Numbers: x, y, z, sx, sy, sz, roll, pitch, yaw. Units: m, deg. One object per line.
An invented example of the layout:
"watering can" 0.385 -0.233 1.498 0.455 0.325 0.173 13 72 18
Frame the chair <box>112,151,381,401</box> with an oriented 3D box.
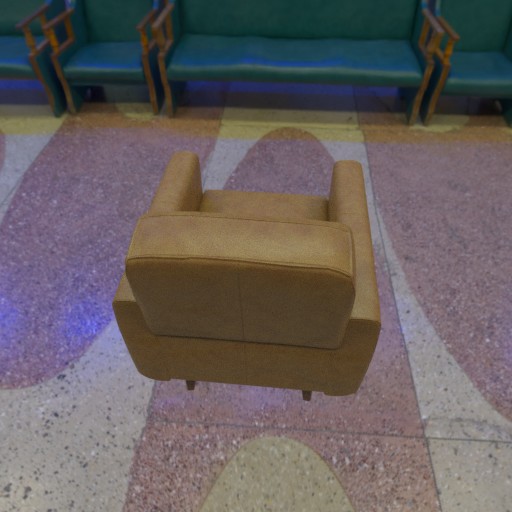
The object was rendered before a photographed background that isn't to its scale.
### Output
"chair" 0.000 0.000 1.719 0.845 0.968 0.942 4 47 4
